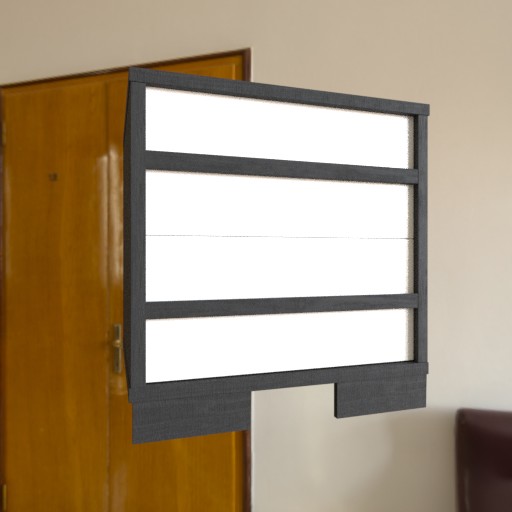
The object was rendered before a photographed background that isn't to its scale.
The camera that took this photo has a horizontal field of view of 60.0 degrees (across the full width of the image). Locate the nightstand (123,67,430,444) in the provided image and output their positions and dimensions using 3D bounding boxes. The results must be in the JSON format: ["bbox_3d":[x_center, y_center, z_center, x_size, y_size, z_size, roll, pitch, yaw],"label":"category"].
[{"bbox_3d":[0.000,0.000,0.753,0.427,0.448,0.347,0,0,-18],"label":"nightstand"}]
